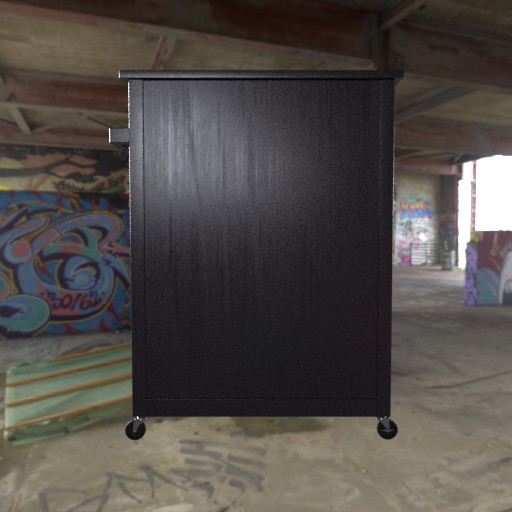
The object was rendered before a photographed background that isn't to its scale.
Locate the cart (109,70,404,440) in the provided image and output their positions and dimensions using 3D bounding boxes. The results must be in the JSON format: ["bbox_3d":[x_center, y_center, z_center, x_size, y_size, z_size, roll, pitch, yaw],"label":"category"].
[{"bbox_3d":[0.000,0.000,1.265,0.690,0.878,0.449,0,2,0],"label":"cart"}]
